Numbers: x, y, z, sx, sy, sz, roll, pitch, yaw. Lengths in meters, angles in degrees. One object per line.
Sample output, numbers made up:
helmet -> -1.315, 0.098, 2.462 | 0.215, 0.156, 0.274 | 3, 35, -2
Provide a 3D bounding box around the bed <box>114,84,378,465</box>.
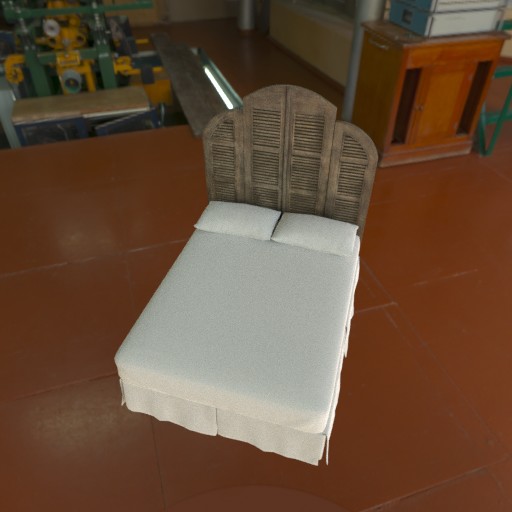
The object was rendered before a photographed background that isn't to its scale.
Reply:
bed -> 0.000, 0.000, 3.564 | 1.713, 2.019, 2.138 | 11, 42, 12
